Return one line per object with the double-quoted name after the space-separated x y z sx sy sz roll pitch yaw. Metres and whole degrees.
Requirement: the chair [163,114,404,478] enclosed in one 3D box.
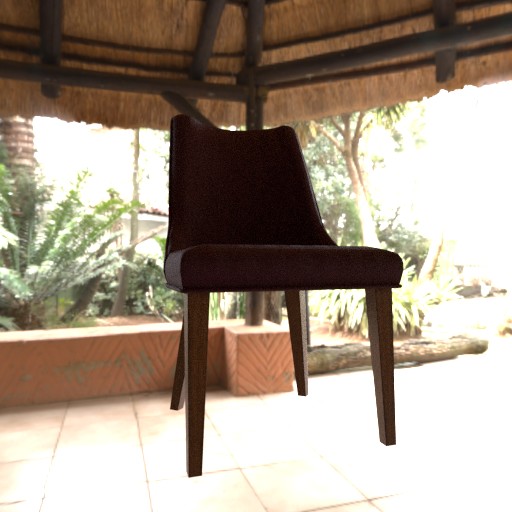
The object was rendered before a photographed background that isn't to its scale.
0.000 0.000 1.285 0.548 0.916 0.638 0 -1 -19 "chair"
